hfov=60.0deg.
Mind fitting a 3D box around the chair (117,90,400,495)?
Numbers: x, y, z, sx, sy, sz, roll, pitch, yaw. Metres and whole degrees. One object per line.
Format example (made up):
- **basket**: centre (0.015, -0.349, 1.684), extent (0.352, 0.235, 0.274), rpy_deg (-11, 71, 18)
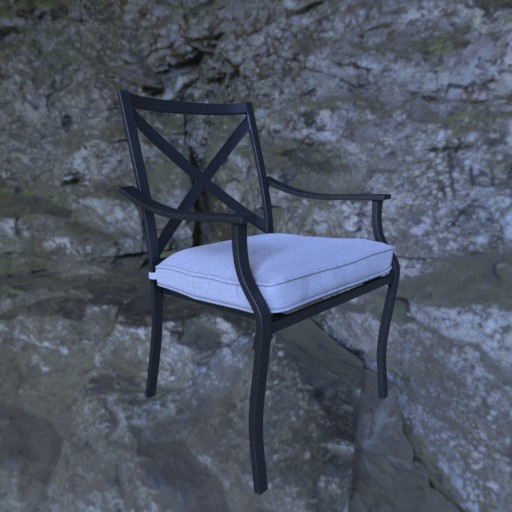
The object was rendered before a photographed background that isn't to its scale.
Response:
- **chair**: centre (0.000, 0.000, 1.255), extent (0.620, 0.889, 0.575), rpy_deg (14, 20, 43)
